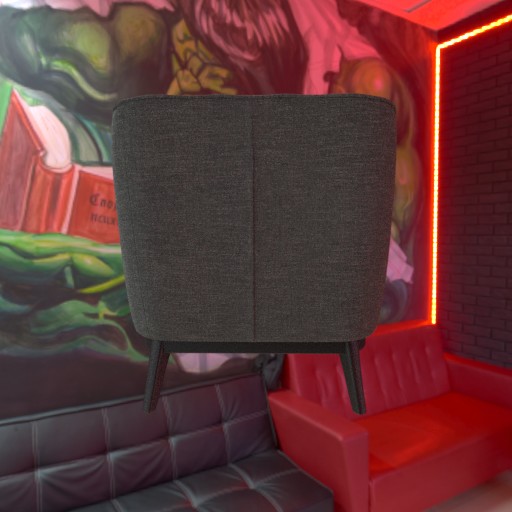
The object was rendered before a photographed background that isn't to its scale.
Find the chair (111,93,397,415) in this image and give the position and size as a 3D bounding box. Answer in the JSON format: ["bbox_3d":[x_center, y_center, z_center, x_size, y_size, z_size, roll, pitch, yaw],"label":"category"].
[{"bbox_3d":[0.000,0.000,1.495,0.870,0.829,0.851,0,2,1],"label":"chair"}]
